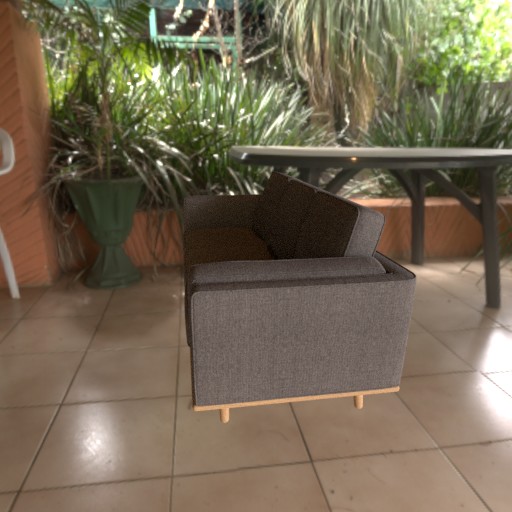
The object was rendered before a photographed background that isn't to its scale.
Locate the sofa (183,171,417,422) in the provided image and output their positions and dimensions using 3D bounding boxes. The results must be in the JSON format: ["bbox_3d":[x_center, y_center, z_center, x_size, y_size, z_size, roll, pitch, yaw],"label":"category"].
[{"bbox_3d":[0.000,0.000,2.771,0.903,0.899,2.362,-3,16,-9],"label":"sofa"}]
